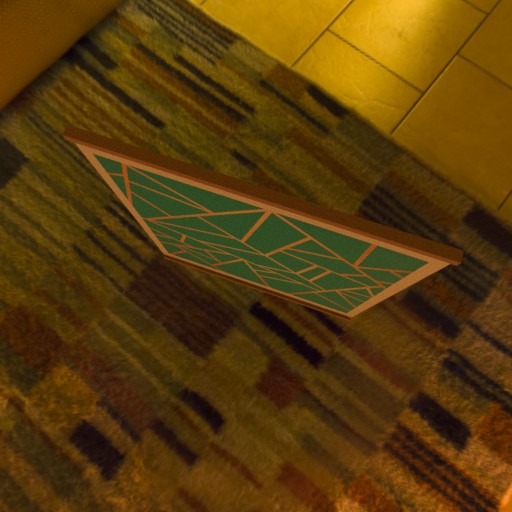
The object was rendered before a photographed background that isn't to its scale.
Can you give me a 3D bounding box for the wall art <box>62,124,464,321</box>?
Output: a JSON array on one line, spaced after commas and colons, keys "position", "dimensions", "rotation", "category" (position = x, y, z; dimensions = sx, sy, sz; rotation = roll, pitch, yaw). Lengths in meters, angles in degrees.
[{"position": [0.000, 0.000, 0.673], "dimensions": [0.405, 0.508, 0.012], "rotation": [18, 76, 5], "category": "wall art"}]
